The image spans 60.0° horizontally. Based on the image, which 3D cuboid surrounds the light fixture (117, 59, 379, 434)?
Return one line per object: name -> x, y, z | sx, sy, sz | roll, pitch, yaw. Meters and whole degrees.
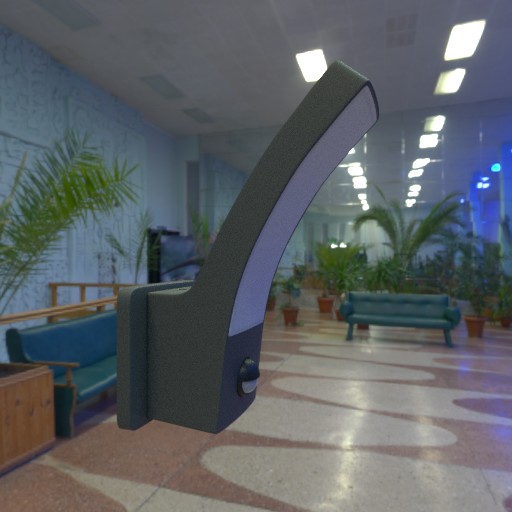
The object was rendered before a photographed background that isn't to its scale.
light fixture -> 0.000, 0.000, 0.328 | 0.174, 0.243, 0.108 | 0, 0, 19
